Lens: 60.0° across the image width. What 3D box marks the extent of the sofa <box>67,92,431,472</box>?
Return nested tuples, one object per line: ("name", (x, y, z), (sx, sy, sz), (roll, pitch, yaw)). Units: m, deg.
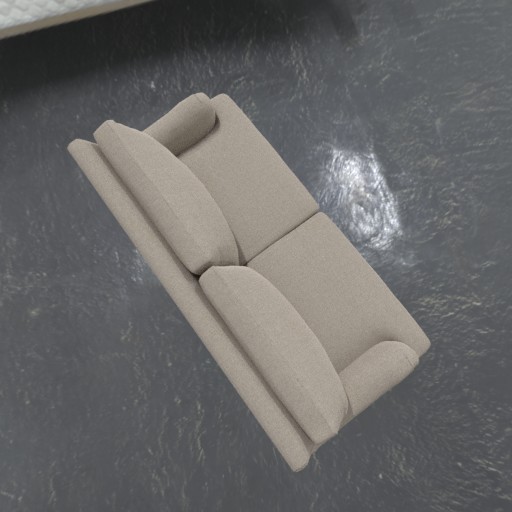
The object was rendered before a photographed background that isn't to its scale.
("sofa", (0.000, 0.000, 2.770), (1.087, 1.054, 2.160), (-36, 79, -8))
